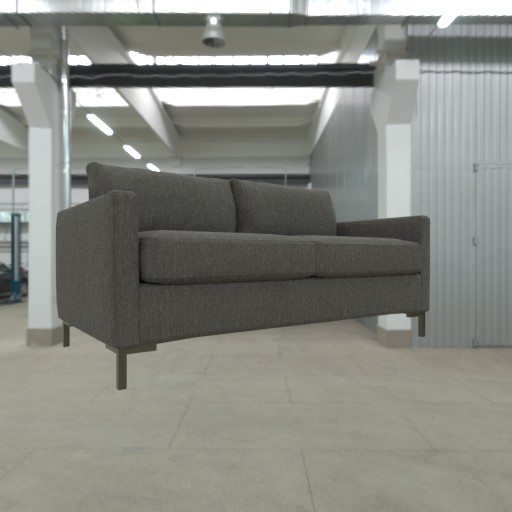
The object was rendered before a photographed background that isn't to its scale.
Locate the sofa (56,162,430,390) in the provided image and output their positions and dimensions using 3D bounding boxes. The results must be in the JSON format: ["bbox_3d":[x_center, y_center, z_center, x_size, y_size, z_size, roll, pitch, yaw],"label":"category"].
[{"bbox_3d":[0.000,0.000,2.171,1.682,0.840,0.875,0,0,-35],"label":"sofa"}]
